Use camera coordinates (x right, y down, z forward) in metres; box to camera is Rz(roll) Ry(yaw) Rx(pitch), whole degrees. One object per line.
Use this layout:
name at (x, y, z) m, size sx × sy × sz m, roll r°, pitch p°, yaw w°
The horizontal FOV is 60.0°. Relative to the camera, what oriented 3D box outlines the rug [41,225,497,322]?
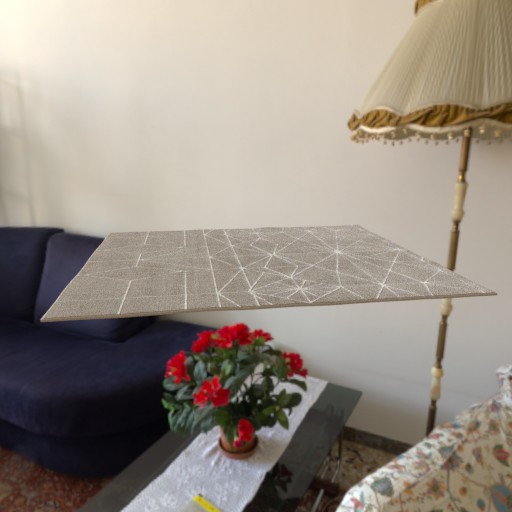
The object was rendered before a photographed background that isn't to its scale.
rug at (0.000, 0.000, 0.868) m, size 0.639 × 0.006 × 0.548 m, roll -2°, pitch 15°, yaw -9°
